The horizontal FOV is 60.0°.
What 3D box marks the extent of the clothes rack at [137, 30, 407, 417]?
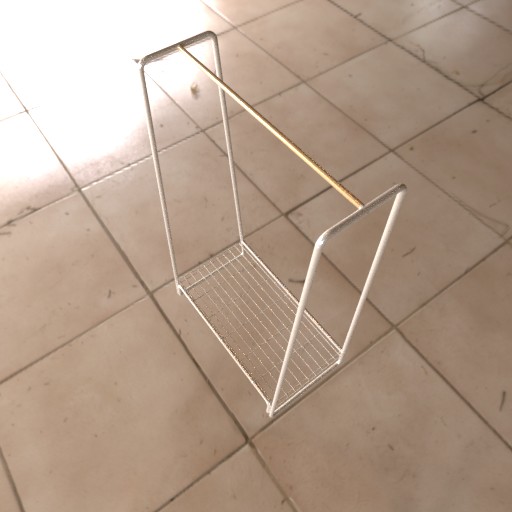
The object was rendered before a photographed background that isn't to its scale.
[{"bbox_3d":[0.000,0.000,1.905,0.495,1.500,0.900,-32,63,-19],"label":"clothes rack"}]
